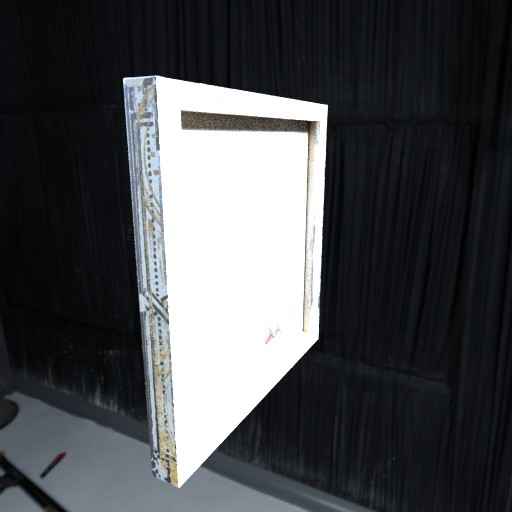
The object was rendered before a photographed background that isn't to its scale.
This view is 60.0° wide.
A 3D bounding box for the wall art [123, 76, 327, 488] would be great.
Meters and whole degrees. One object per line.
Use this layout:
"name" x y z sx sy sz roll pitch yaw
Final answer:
"wall art" 0.000 0.000 0.601 0.038 0.410 0.411 8 17 28
